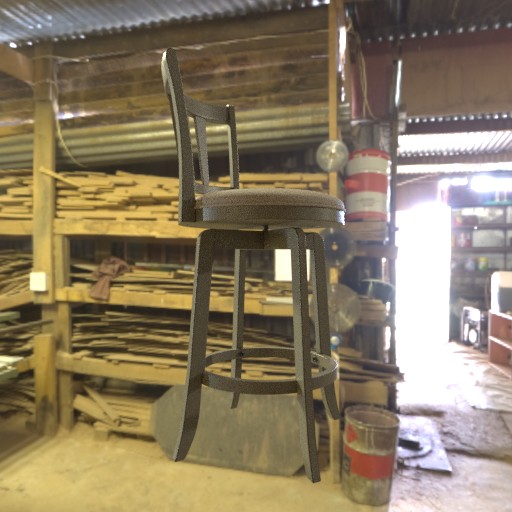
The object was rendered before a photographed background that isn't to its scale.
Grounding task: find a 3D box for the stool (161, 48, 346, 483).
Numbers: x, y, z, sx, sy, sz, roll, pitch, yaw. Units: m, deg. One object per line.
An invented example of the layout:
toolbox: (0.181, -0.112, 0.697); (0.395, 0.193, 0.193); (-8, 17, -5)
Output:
stool: (0.000, 0.000, 1.223); (0.486, 0.994, 0.450); (0, 0, 17)
